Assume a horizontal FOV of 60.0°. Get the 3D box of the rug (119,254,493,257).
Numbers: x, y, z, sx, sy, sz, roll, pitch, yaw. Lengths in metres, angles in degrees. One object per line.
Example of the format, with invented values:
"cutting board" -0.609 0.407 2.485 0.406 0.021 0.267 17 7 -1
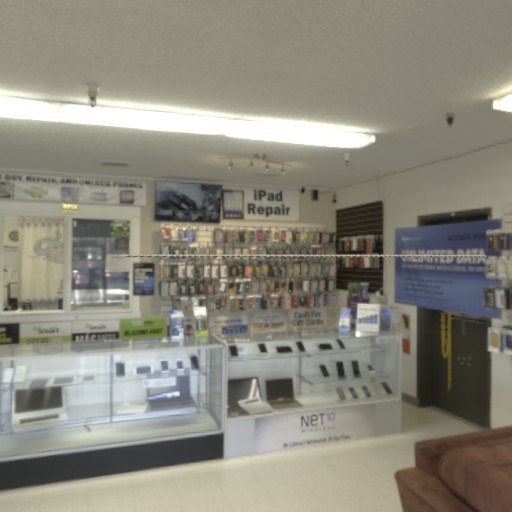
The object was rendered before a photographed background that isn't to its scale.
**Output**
"rug" 0.000 0.000 3.850 2.256 0.013 2.910 0 0 -18
